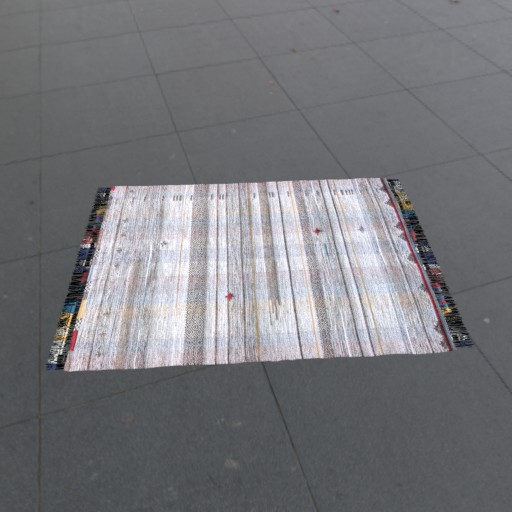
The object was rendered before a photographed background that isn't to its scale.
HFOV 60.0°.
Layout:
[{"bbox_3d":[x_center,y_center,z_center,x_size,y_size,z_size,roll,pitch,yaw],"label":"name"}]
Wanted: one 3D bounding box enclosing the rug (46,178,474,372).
[{"bbox_3d":[0.000,0.000,2.275,1.848,0.012,1.217,-2,48,-2],"label":"rug"}]
